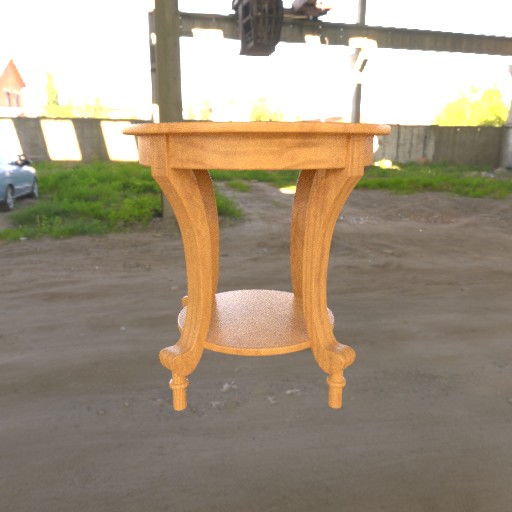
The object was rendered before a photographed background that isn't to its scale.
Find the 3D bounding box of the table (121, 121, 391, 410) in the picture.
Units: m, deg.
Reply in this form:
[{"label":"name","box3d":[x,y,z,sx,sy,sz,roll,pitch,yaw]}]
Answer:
[{"label":"table","box3d":[0.000,0.000,1.098,0.597,0.612,0.597,0,14,0]}]
